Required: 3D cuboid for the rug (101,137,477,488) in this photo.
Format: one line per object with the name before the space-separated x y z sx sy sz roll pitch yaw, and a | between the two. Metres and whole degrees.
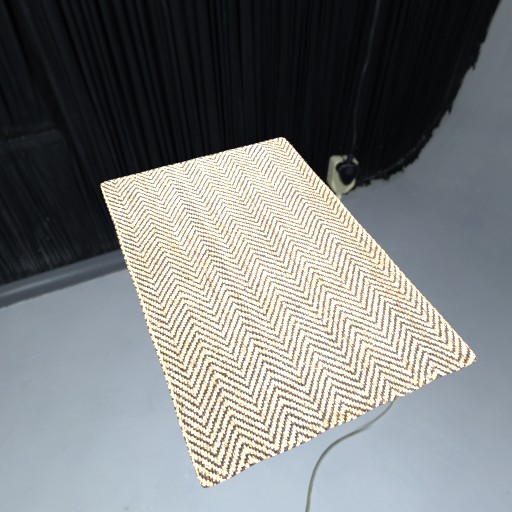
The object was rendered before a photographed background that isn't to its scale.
rug | 0.000 0.000 2.236 1.219 0.008 1.828 -18 50 -16
